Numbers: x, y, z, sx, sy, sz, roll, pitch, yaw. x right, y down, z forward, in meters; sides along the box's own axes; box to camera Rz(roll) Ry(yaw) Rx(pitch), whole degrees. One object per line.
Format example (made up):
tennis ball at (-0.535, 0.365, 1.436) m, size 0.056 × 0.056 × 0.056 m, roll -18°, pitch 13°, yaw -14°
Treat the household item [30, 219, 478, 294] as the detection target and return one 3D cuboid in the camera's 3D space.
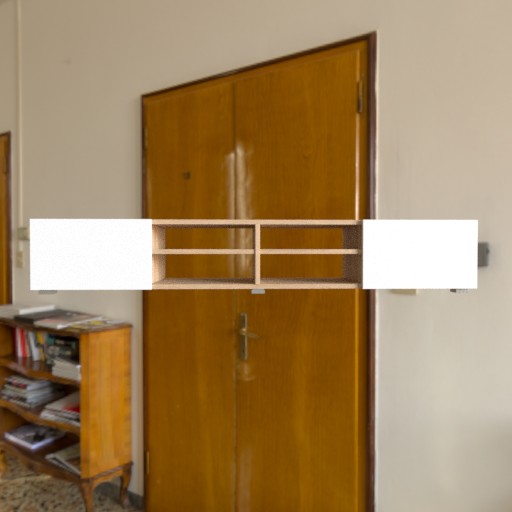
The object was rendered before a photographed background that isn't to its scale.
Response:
household item at (0.000, 0.000, 2.042) m, size 1.850 × 0.310 × 0.420 m, roll 0°, pitch 1°, yaw -2°
